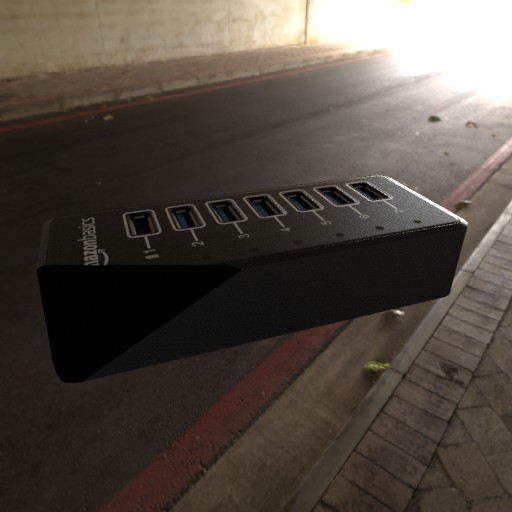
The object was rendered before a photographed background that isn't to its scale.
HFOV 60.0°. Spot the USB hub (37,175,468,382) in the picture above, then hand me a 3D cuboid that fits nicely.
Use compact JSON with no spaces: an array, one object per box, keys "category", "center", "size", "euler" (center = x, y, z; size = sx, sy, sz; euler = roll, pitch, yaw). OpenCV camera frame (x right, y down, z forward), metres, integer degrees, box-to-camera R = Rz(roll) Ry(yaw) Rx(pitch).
[{"category":"USB hub","center":[0.000,0.000,0.127],"size":[0.110,0.023,0.044],"euler":[-10,31,-17]}]
